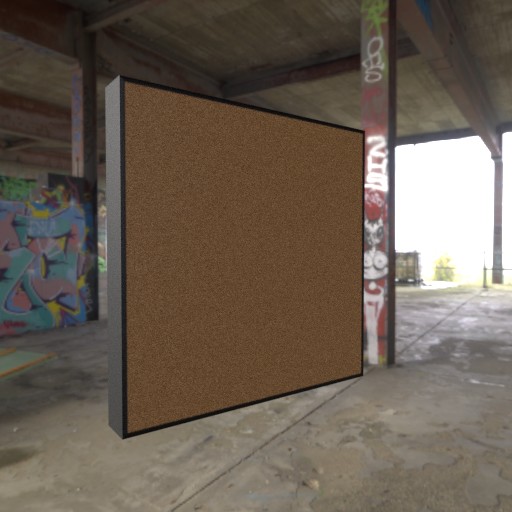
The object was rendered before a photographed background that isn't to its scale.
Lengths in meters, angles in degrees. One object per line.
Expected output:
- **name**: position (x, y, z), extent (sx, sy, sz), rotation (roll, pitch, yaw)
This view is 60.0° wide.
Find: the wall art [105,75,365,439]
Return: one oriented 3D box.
- **wall art**: position (0.000, 0.000, 0.472), extent (0.304, 0.303, 0.037), rotation (-1, 2, -36)
